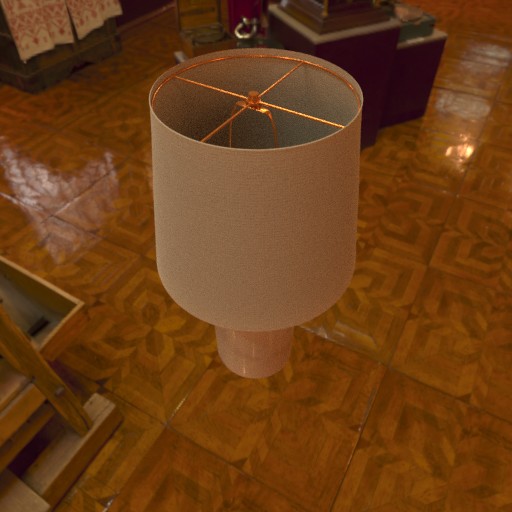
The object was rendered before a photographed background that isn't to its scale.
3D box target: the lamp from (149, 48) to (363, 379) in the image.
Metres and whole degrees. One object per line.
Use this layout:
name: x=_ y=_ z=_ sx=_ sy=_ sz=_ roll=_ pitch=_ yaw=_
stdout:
lamp: x=0.000 y=0.000 z=0.436 sx=0.189 sy=0.340 sz=0.189 roll=0 pitch=47 yaw=0
